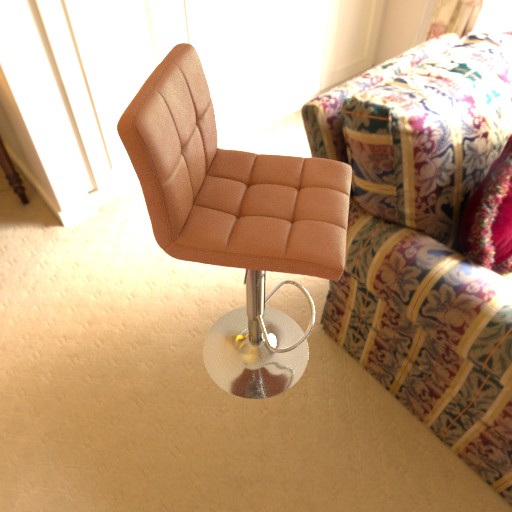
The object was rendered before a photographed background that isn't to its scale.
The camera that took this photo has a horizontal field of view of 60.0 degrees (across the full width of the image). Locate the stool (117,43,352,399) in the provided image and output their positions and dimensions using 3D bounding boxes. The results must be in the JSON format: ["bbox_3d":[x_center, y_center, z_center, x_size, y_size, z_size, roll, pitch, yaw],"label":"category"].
[{"bbox_3d":[0.000,0.000,1.371,0.505,1.115,0.430,8,48,7],"label":"stool"}]
